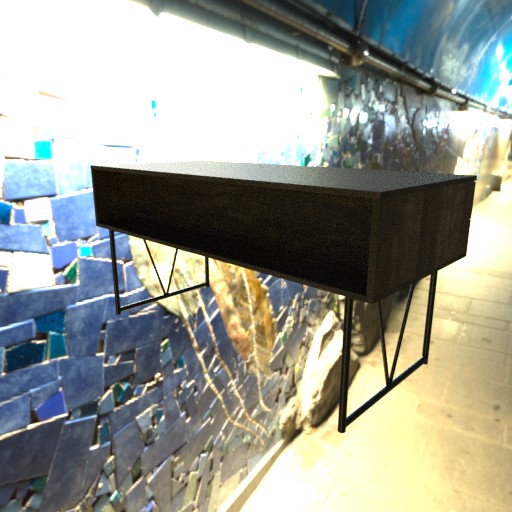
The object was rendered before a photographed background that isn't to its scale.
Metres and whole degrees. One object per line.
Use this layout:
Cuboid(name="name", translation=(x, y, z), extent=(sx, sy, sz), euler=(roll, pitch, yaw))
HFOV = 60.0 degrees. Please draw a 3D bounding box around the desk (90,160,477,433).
Cuboid(name="desk", translation=(0.000, 0.000, 2.031), extent=(1.600, 0.780, 0.730), euler=(14, 20, 42))
